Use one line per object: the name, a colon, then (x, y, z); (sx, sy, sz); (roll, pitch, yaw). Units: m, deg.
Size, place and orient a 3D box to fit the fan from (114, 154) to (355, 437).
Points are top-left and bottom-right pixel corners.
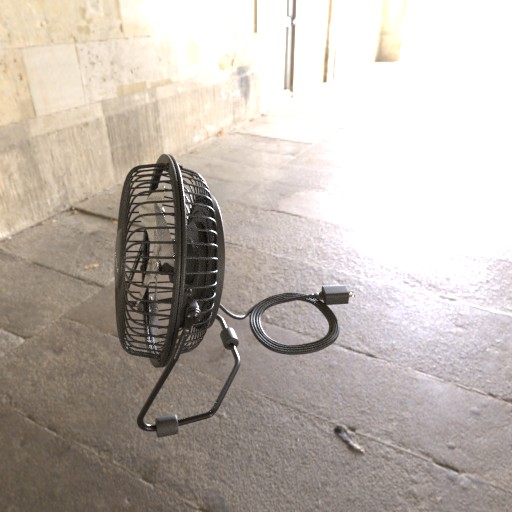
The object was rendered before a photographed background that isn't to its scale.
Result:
fan: (0.000, 0.000, 0.314); (0.202, 0.152, 0.153); (-9, 31, -16)
